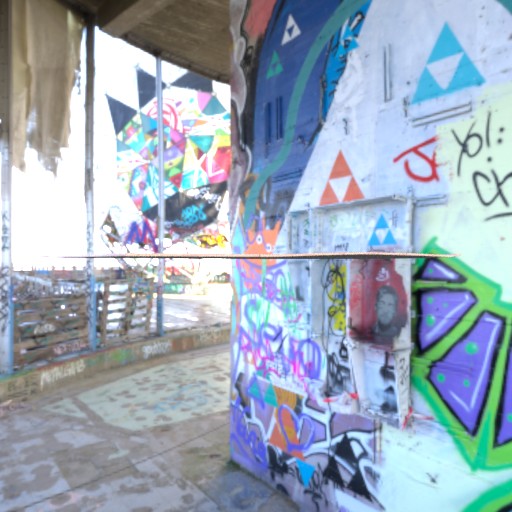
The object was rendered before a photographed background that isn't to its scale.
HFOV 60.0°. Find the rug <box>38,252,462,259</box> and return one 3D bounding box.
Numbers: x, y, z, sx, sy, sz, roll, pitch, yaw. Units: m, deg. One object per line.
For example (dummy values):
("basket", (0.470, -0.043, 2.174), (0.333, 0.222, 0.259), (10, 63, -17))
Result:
("rug", (0.000, 0.000, 2.288), (1.837, 0.025, 1.230), (0, -1, -37))
